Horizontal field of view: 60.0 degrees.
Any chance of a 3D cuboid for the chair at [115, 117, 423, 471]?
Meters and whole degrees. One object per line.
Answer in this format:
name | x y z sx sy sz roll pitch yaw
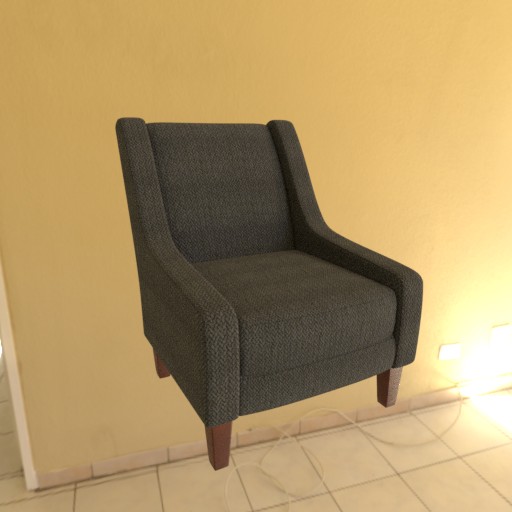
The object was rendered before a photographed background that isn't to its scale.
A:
chair | 0.000 0.000 1.670 0.793 1.012 0.944 -8 17 -27
